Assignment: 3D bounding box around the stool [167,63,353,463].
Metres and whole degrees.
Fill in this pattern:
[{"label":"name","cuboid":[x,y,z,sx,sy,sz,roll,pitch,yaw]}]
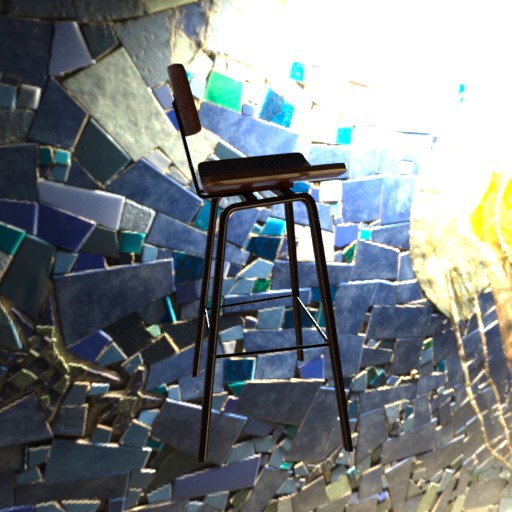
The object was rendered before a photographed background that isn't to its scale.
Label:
[{"label":"stool","cuboid":[0.000,0.000,1.252,0.440,0.969,0.509,-3,17,-10]}]
